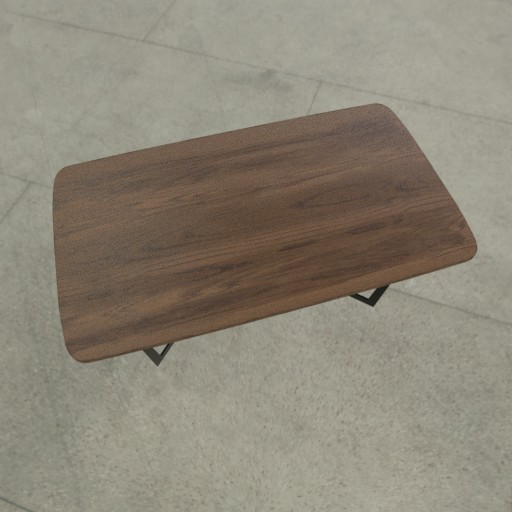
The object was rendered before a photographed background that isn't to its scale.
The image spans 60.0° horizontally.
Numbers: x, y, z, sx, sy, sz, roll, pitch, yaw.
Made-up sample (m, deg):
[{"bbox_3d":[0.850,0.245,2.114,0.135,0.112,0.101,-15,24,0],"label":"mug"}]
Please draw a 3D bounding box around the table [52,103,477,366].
[{"bbox_3d":[0.000,0.000,2.184,1.643,0.765,0.949,-14,60,-8],"label":"table"}]
